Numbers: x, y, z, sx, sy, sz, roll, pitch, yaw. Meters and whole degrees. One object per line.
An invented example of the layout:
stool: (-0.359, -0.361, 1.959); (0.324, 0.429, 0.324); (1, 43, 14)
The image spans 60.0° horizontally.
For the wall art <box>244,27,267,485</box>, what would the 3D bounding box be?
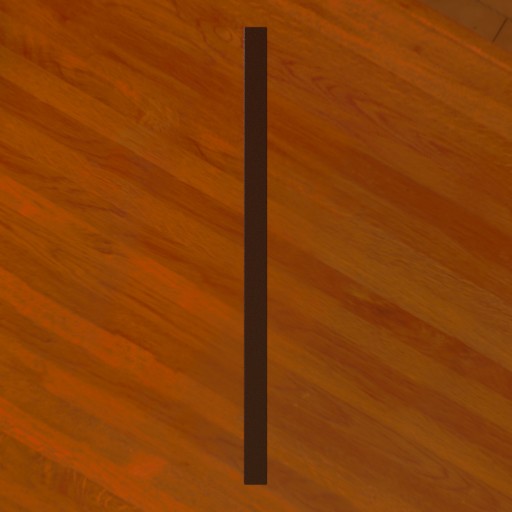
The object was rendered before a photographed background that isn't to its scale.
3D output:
wall art: (0.000, 0.000, 0.769); (0.029, 0.458, 0.559); (0, 90, 0)
